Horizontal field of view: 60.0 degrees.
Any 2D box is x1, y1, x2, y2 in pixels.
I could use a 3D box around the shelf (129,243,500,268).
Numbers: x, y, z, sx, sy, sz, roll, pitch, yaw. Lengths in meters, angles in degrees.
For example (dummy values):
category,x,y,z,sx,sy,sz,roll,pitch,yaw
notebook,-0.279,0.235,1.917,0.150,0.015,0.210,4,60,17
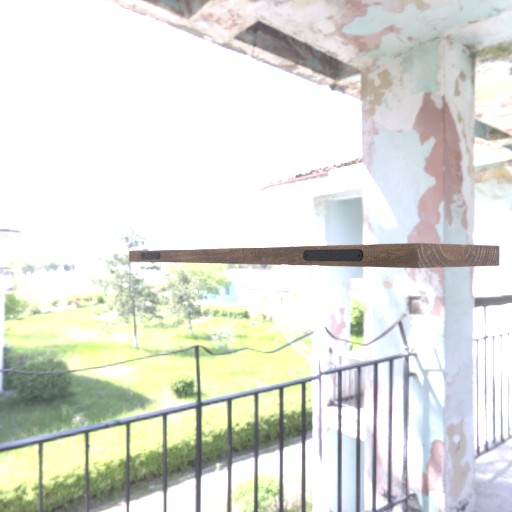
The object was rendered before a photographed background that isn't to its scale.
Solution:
category,x,y,z,sx,sy,sz,roll,pitch,yaw
shelf,0.000,0.000,0.637,0.140,0.020,0.610,0,0,-37
